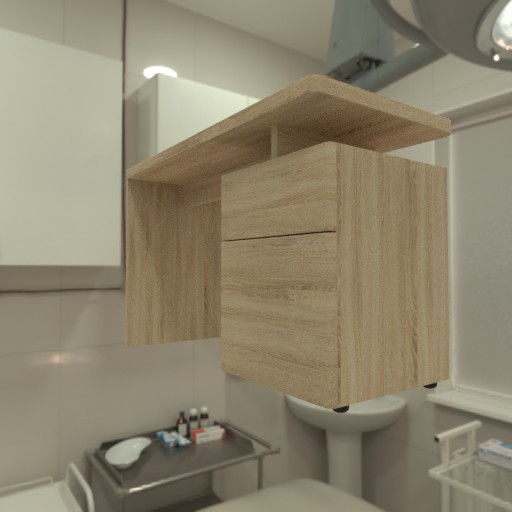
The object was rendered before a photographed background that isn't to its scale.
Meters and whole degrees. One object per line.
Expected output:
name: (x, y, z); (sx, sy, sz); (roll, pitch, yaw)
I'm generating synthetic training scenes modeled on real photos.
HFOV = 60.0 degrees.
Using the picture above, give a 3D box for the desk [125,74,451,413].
desk: (0.000, 0.000, 1.594); (0.550, 0.760, 1.200); (1, -2, -36)
